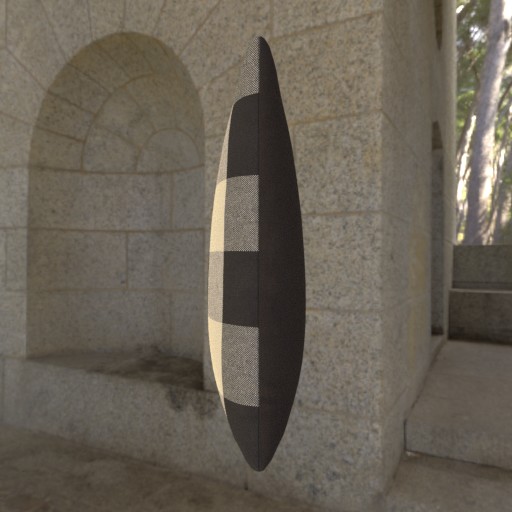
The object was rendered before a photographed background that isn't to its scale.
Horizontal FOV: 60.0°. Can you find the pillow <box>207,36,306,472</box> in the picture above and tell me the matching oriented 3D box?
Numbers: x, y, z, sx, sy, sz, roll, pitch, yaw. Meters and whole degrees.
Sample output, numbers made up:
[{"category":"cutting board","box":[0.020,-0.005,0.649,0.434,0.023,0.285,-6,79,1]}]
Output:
[{"category":"pillow","box":[0.000,0.000,0.766,0.161,0.509,0.511,0,-1,-1]}]
